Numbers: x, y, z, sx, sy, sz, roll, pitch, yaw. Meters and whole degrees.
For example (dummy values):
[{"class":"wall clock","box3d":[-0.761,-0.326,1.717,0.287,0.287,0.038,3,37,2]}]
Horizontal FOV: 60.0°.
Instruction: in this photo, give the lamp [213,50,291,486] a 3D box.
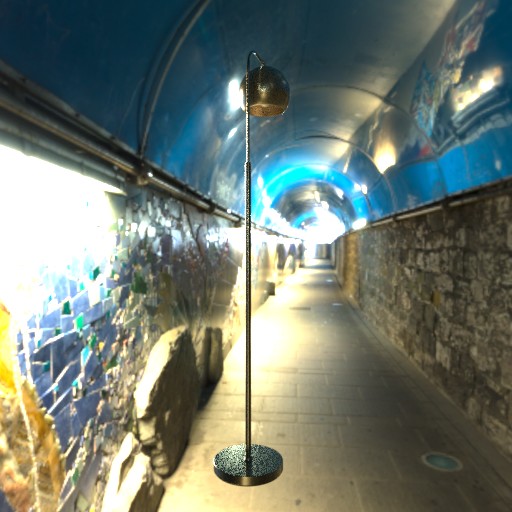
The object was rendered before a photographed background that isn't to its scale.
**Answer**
[{"class":"lamp","box3d":[0.000,0.000,1.667,0.250,1.526,0.431,0,1,18]}]
